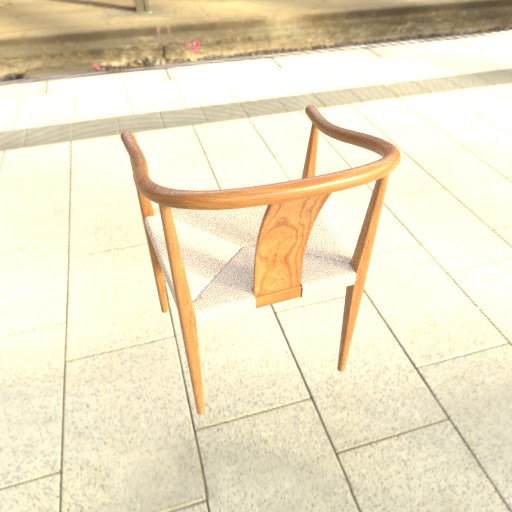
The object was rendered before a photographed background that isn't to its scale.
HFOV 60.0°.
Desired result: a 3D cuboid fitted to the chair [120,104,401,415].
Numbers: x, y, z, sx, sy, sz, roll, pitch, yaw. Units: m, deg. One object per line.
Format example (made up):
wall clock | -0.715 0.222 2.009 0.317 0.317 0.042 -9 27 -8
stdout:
chair | 0.000 0.000 1.194 0.556 0.800 0.579 -13 43 -14
